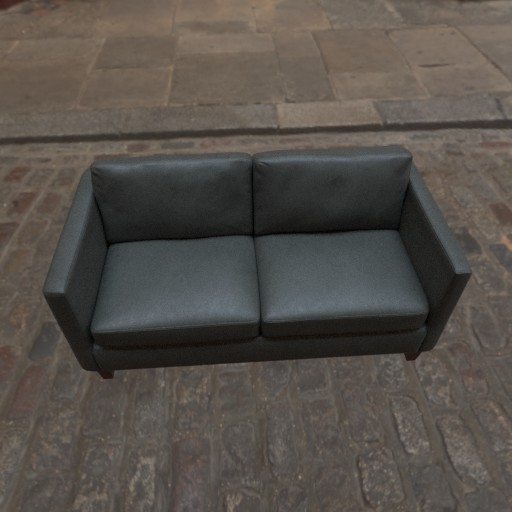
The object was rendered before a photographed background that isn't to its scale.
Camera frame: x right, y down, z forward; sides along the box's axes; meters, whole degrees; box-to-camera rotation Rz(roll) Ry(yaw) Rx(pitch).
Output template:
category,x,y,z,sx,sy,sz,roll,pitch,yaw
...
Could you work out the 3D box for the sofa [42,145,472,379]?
category,x,y,z,sx,sy,sz,roll,pitch,yaw
sofa,0.000,0.000,2.411,1.883,0.933,0.951,-3,46,-3
